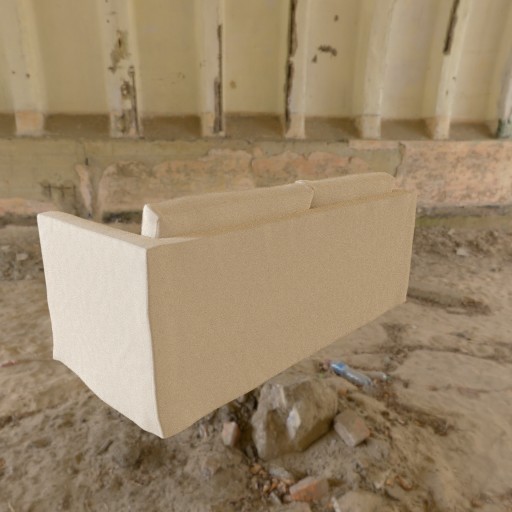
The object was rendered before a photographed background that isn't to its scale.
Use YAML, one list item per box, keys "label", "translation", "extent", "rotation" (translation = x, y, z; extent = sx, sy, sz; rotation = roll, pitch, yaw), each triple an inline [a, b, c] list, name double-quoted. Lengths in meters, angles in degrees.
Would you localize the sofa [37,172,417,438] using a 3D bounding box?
- label: "sofa"
  translation: [0.000, 0.000, 2.466]
  extent: [0.940, 0.870, 1.987]
  rotation: [15, 22, 42]
